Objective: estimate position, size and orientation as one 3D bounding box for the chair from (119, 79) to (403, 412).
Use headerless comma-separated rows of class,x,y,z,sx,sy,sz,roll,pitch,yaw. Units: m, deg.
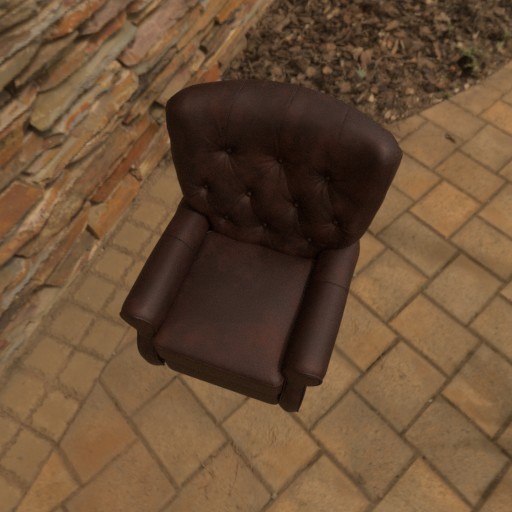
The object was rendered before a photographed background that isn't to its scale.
chair,0.000,0.000,1.994,0.948,1.158,1.058,16,59,10
